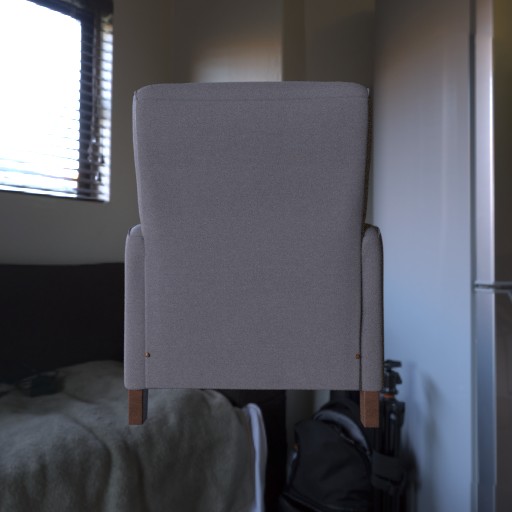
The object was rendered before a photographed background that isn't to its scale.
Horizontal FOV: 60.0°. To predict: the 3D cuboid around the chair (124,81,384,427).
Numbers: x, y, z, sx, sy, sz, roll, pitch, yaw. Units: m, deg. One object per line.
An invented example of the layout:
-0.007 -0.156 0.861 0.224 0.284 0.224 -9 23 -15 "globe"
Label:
0.000 0.000 1.666 0.845 1.023 0.859 0 0 1 "chair"
